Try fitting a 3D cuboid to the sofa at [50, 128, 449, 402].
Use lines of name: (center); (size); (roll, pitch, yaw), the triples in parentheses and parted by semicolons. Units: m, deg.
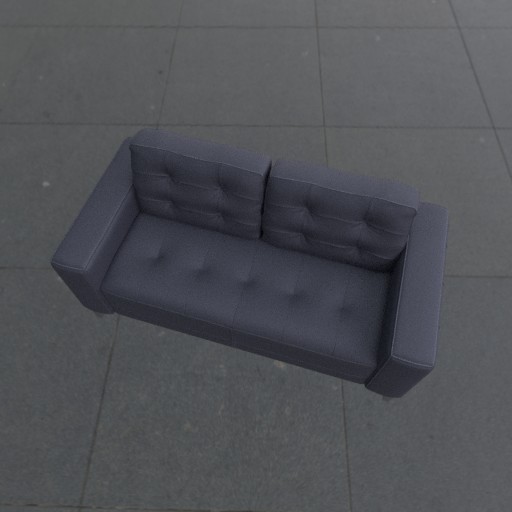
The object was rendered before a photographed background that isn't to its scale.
sofa: (0.000, 0.000, 2.199); (1.726, 0.893, 0.833); (14, 60, 8)
